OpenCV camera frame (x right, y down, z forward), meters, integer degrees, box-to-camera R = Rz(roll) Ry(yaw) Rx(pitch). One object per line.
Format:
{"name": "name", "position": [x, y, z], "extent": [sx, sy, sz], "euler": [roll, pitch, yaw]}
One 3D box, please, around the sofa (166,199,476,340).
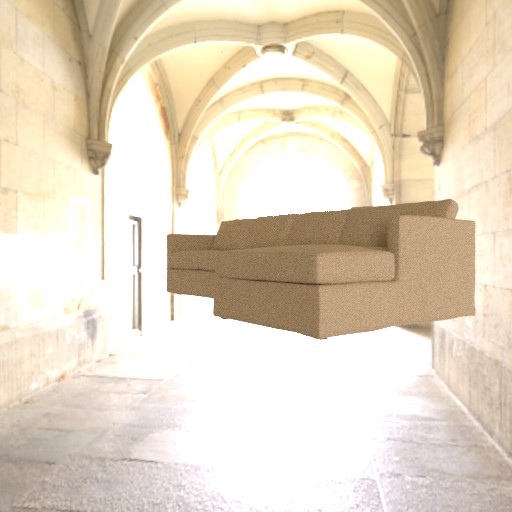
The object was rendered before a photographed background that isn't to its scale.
{"name": "sofa", "position": [0.000, 0.000, 3.962], "extent": [1.622, 0.871, 3.206], "euler": [0, 0, -37]}
